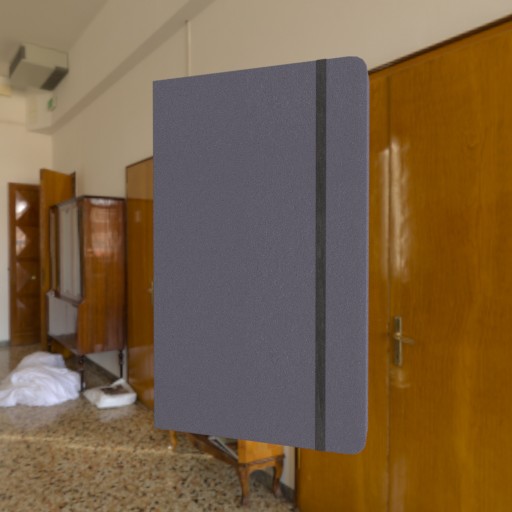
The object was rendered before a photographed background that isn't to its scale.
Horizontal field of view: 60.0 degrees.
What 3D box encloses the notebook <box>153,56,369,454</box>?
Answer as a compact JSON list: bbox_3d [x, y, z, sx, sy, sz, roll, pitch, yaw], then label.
[{"bbox_3d":[0.000,0.000,0.259,0.127,0.213,0.016,0,1,17],"label":"notebook"}]
